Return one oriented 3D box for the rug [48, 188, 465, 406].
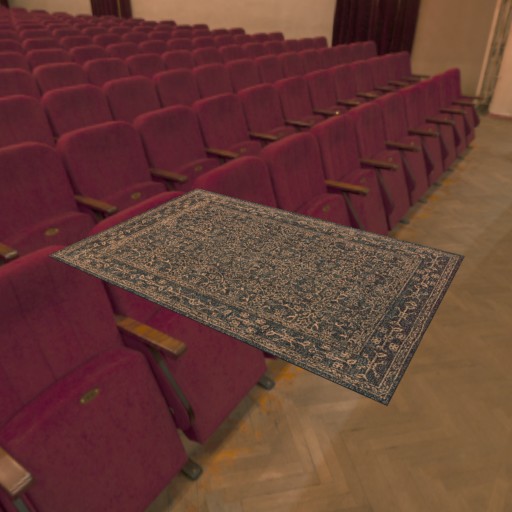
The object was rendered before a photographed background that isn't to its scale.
[{"bbox_3d":[0.000,0.000,2.314,1.819,0.005,1.200,18,34,29],"label":"rug"}]
